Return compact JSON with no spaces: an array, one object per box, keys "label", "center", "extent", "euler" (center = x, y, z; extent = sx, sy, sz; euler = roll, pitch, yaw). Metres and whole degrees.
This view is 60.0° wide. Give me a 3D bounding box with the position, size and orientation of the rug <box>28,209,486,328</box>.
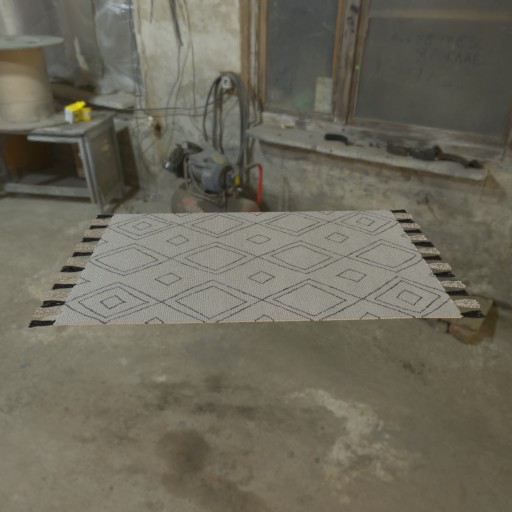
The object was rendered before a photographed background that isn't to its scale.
[{"label":"rug","center":[0.000,0.000,3.270],"extent":[2.755,0.021,1.524],"euler":[-1,31,-2]}]
